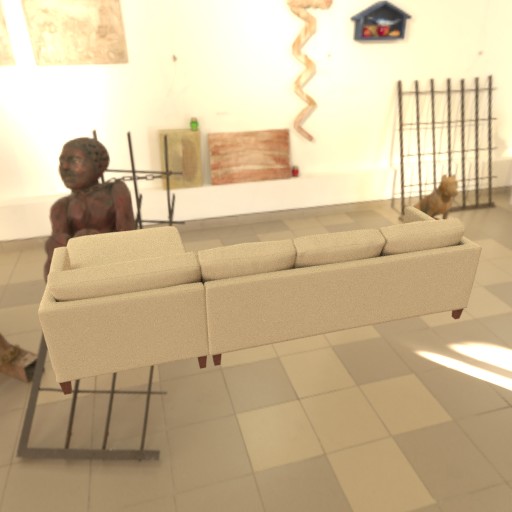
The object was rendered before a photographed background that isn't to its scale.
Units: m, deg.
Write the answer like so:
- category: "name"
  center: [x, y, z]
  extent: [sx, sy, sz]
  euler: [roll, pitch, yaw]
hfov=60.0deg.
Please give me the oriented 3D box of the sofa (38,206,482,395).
- category: "sofa"
  center: [0.000, 0.000, 3.818]
  extent: [3.186, 0.861, 1.625]
  euler: [-8, 29, -14]
